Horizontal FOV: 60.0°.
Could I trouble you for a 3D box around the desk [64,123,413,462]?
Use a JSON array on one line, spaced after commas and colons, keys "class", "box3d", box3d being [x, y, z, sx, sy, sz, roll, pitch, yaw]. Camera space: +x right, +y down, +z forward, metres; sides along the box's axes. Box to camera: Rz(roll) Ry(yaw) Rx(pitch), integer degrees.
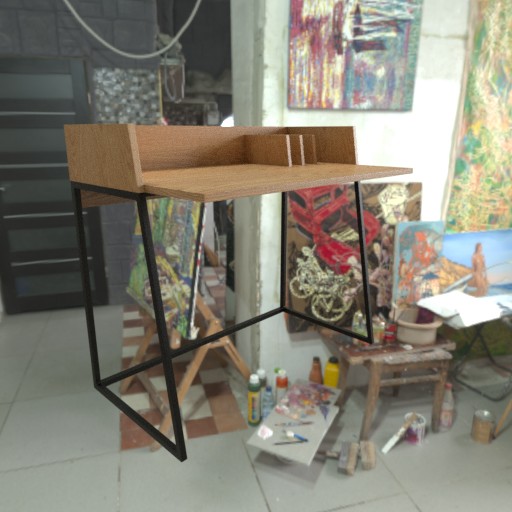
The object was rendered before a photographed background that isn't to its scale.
[{"class": "desk", "box3d": [0.000, 0.000, 1.875, 0.769, 1.061, 1.191, 15, 22, 43]}]
